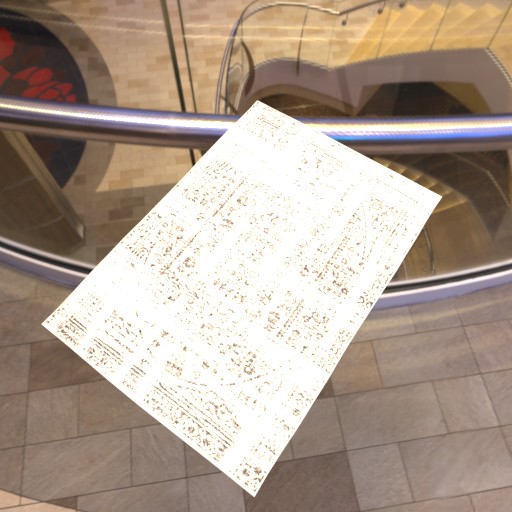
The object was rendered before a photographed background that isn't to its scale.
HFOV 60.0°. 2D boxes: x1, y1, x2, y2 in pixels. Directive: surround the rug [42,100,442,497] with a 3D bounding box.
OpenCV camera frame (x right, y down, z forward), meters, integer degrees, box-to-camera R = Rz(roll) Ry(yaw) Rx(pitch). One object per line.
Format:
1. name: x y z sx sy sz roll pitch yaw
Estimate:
1. rug: 0.000 0.000 3.093 1.706 0.026 2.438 32 68 15
